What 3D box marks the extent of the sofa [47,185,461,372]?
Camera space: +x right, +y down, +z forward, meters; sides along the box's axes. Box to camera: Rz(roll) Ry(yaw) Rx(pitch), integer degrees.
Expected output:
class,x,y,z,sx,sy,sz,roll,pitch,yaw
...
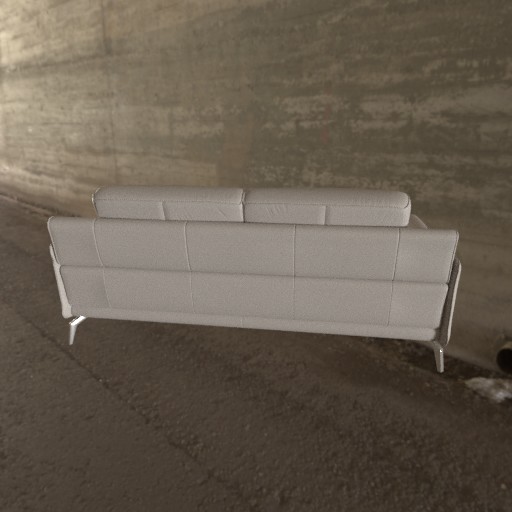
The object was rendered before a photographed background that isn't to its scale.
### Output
class,x,y,z,sx,sy,sz,roll,pitch,yaw
sofa,0.000,0.000,2.630,2.101,0.930,1.049,2,16,8
